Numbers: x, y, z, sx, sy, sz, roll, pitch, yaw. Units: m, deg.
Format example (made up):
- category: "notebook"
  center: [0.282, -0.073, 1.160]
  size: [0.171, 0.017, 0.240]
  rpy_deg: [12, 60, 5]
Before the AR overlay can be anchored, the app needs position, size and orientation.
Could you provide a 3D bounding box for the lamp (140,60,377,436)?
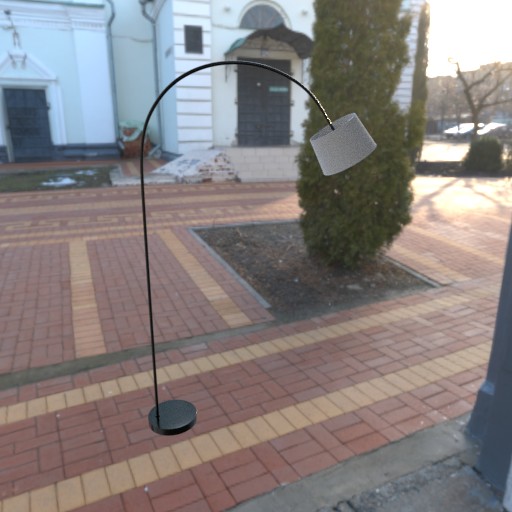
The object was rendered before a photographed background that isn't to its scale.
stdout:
- category: "lamp"
  center: [0.000, 0.000, 2.592]
  size: [1.363, 2.104, 0.331]
  rpy_deg: [-3, 16, -10]
